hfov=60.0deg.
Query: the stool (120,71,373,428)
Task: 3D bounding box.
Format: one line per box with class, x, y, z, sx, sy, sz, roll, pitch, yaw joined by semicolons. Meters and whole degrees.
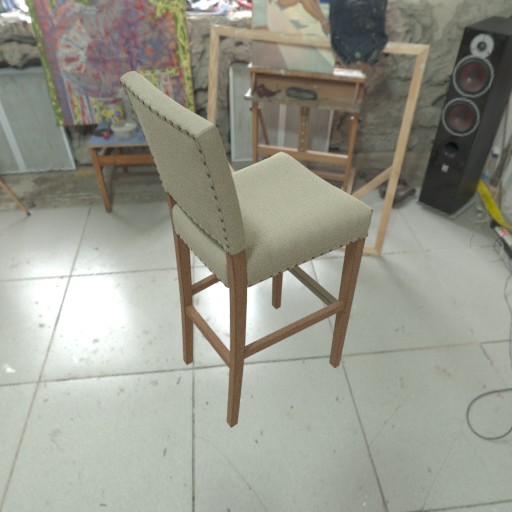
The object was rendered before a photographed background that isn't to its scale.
stool;0.000;0.000;1.415;0.546;1.143;0.428;-25;47;-26
